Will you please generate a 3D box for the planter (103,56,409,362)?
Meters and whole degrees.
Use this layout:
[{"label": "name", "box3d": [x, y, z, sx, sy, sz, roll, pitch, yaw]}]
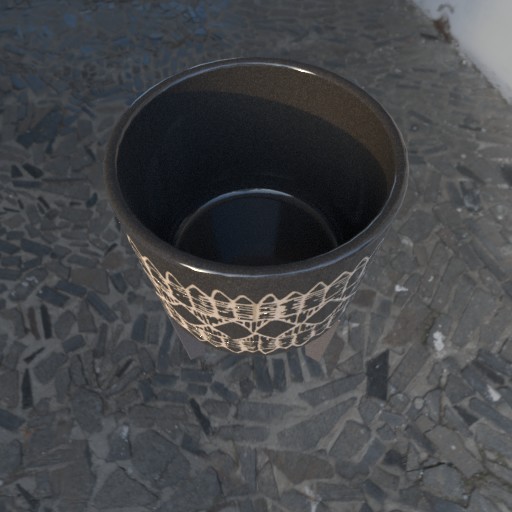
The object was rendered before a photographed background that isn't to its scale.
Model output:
[{"label": "planter", "box3d": [0.000, 0.000, 0.397, 0.196, 0.264, 0.196, 1, 58, 1]}]
